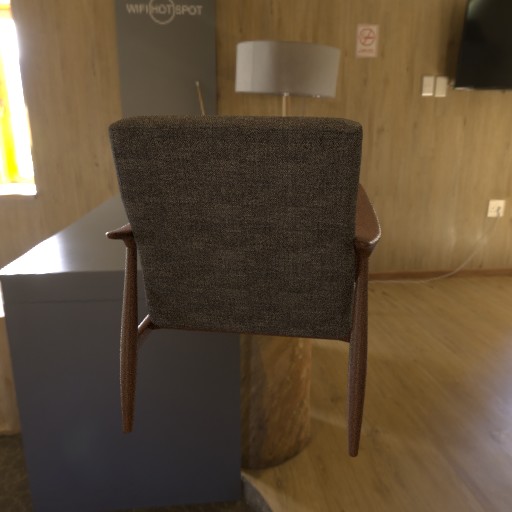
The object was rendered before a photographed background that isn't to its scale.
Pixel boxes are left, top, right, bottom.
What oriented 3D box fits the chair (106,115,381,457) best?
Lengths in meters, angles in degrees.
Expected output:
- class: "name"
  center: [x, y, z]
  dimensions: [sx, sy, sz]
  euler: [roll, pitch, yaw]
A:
- class: "chair"
  center: [0.000, 0.000, 1.407]
  dimensions: [0.741, 0.832, 0.798]
  euler: [2, 16, 8]
